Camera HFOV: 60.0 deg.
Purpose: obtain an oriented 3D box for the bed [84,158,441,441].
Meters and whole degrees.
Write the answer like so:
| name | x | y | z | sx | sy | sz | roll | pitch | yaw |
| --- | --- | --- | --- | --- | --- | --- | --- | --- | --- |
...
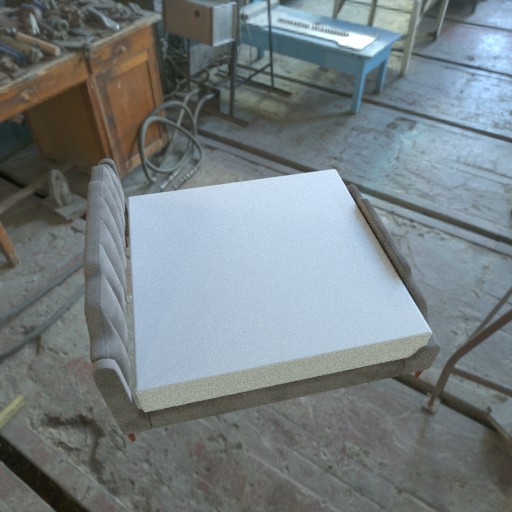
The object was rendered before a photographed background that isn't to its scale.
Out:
| name | x | y | z | sx | sy | sz | roll | pitch | yaw |
| --- | --- | --- | --- | --- | --- | --- | --- | --- | --- |
| bed | 0.000 | 0.000 | 3.580 | 2.340 | 1.245 | 2.074 | -9 | 47 | -9 |
